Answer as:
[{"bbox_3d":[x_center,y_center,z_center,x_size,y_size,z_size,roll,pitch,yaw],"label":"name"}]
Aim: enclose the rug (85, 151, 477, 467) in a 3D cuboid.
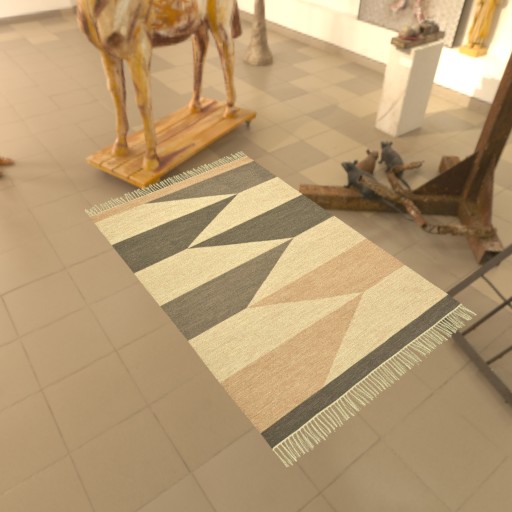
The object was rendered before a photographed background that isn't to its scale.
[{"bbox_3d":[0.000,0.000,2.501,1.224,0.027,2.021,-27,49,-26],"label":"rug"}]
